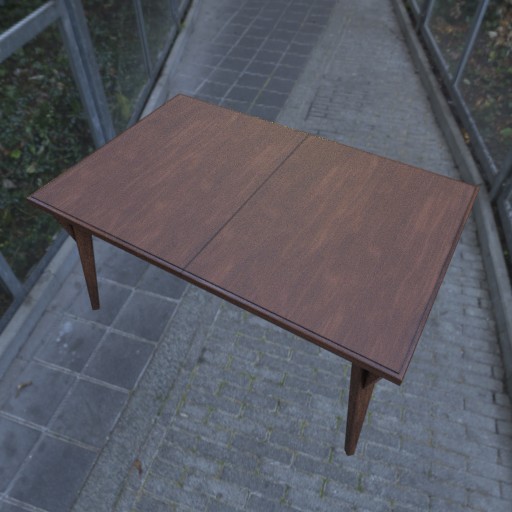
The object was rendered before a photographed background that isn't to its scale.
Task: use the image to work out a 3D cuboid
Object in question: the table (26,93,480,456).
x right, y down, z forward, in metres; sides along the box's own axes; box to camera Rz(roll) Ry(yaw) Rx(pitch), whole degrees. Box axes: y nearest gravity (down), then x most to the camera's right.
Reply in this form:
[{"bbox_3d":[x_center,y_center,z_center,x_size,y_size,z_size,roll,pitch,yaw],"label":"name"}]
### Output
[{"bbox_3d":[0.000,0.000,2.045,1.524,0.761,0.990,24,52,20],"label":"table"}]
